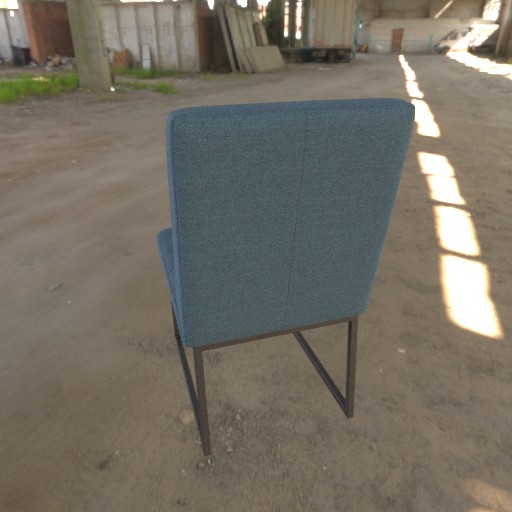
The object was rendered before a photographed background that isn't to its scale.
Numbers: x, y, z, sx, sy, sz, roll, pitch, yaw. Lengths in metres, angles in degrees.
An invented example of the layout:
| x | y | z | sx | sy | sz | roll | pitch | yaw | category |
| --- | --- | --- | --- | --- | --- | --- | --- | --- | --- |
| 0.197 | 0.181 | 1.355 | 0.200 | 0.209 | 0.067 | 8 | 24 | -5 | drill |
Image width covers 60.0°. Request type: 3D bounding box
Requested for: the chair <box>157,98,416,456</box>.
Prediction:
| x | y | z | sx | sy | sz | roll | pitch | yaw | category |
| --- | --- | --- | --- | --- | --- | --- | --- | --- | --- |
| 0.000 | 0.000 | 1.299 | 0.520 | 0.930 | 0.634 | -8 | 28 | -16 | chair |
